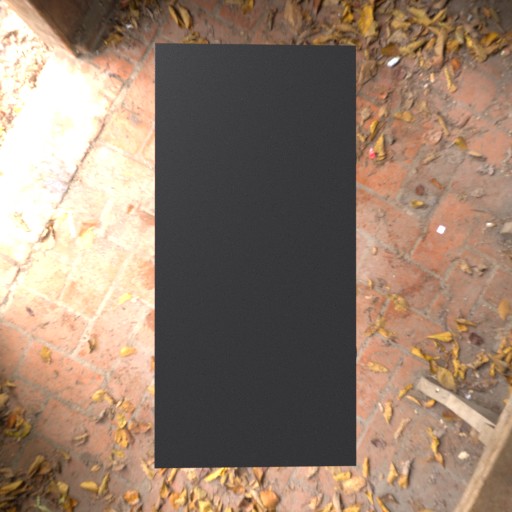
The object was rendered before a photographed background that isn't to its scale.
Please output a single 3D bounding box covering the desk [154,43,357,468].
[{"bbox_3d":[0.000,0.000,1.497,0.525,0.780,1.057,0,90,-1],"label":"desk"}]
